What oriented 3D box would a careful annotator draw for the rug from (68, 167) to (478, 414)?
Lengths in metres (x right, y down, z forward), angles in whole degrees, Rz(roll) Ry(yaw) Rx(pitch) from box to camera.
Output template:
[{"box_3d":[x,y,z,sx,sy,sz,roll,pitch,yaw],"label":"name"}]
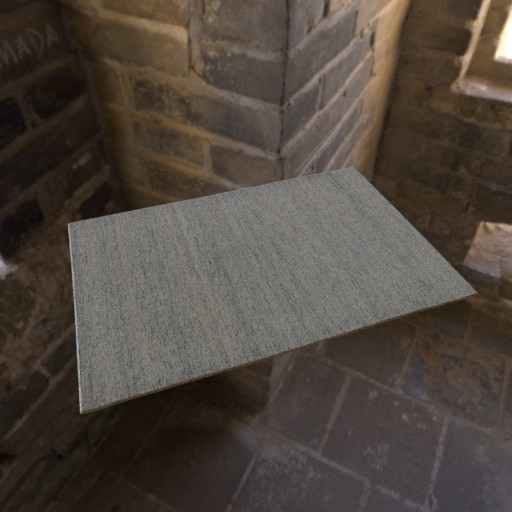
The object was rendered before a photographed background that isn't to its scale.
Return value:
[{"box_3d":[0.000,0.000,2.862,2.263,0.017,1.523,-13,44,-14],"label":"rug"}]
